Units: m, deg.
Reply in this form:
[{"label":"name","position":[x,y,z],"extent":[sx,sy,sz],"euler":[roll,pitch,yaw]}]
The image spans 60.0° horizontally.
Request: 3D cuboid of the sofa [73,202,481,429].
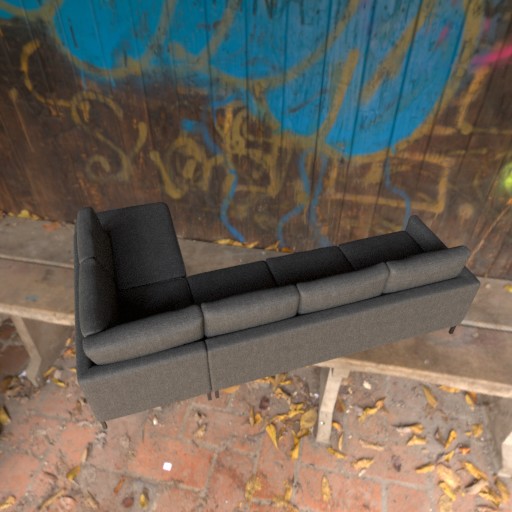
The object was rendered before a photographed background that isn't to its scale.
[{"label":"sofa","position":[0.000,0.000,3.826],"extent":[2.972,0.858,1.984],"euler":[-12,44,-13]}]
